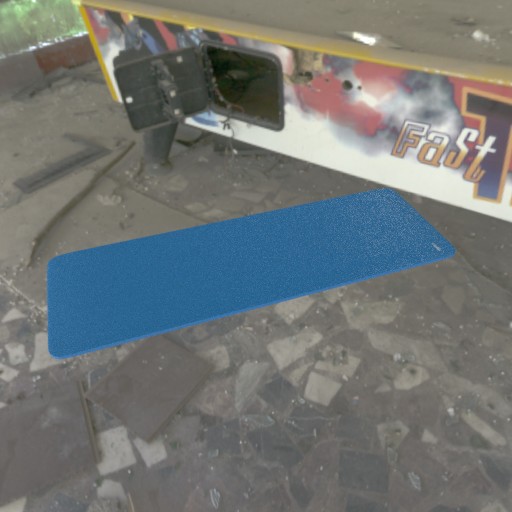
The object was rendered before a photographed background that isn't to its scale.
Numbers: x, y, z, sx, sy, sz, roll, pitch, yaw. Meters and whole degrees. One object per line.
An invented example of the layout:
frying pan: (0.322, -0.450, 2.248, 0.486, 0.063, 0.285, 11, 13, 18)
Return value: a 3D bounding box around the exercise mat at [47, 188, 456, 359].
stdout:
exercise mat: (0.000, 0.000, 2.103, 1.869, 0.021, 0.616, -13, 43, -14)
